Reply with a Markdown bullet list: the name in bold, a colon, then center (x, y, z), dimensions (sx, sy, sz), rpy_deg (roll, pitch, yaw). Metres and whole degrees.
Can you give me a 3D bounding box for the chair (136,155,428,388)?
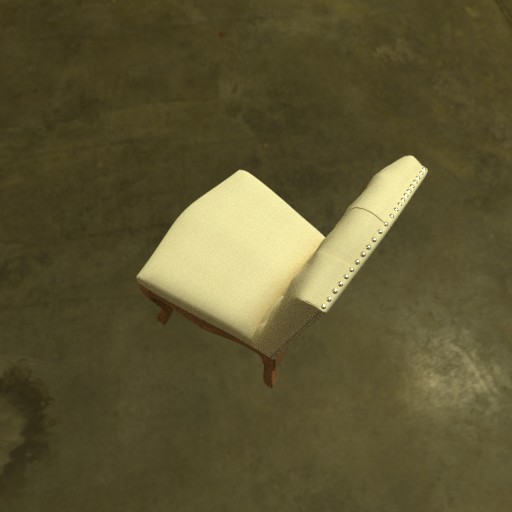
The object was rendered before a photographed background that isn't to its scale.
- **chair**: center (0.000, 0.000, 1.547), dimensions (0.715, 1.165, 0.623), rpy_deg (34, 68, 16)
